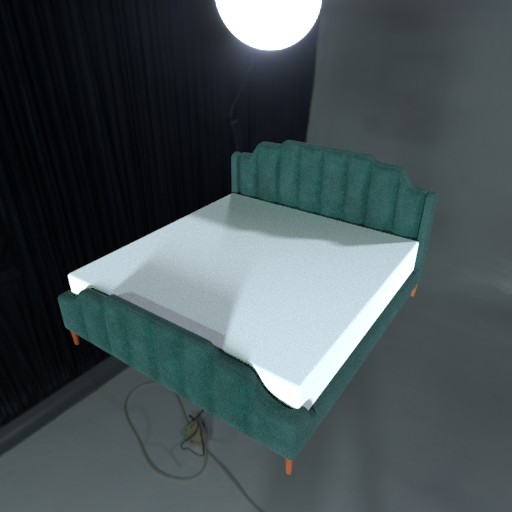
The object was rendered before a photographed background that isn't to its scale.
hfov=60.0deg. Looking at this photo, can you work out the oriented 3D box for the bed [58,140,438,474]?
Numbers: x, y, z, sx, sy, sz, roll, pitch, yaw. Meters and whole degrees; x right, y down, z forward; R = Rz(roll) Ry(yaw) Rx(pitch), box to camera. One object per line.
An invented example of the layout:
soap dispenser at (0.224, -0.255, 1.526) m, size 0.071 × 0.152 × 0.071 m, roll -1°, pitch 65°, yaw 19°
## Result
bed at (0.000, 0.000, 3.539) m, size 2.074 × 1.245 × 2.340 m, roll 19°, pitch 34°, yaw 30°
